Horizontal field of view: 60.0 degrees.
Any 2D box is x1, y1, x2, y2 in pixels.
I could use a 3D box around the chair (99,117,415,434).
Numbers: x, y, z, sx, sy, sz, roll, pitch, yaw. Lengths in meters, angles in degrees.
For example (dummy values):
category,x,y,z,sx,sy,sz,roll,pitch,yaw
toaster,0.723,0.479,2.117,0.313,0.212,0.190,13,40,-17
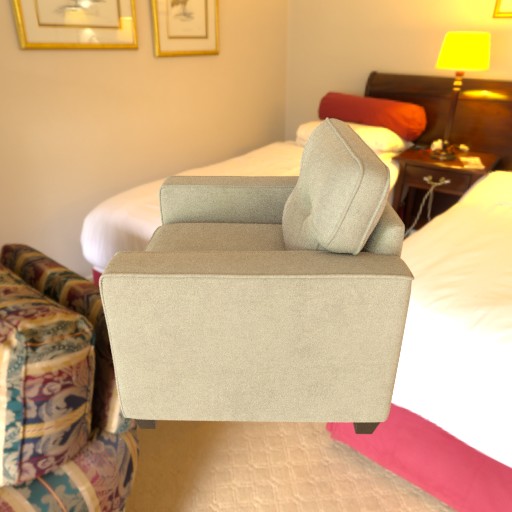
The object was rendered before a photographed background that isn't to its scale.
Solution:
category,x,y,z,sx,sy,sz,roll,pitch,yaw
chair,0.000,0.000,1.782,0.939,0.965,1.015,0,27,1
